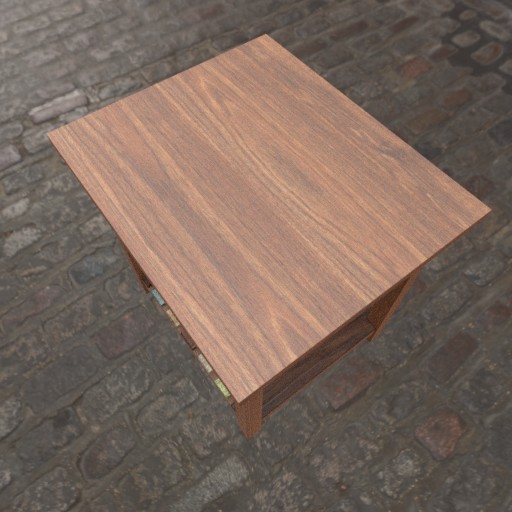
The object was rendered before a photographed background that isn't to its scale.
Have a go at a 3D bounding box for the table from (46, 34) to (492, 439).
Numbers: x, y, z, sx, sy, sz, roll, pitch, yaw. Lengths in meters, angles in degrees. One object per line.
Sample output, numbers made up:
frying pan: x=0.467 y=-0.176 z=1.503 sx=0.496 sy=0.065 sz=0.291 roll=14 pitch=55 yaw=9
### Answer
table: x=0.000 y=0.000 z=1.114 sx=0.559 sy=0.635 sz=0.660 roll=-33 pitch=64 yaw=-18
